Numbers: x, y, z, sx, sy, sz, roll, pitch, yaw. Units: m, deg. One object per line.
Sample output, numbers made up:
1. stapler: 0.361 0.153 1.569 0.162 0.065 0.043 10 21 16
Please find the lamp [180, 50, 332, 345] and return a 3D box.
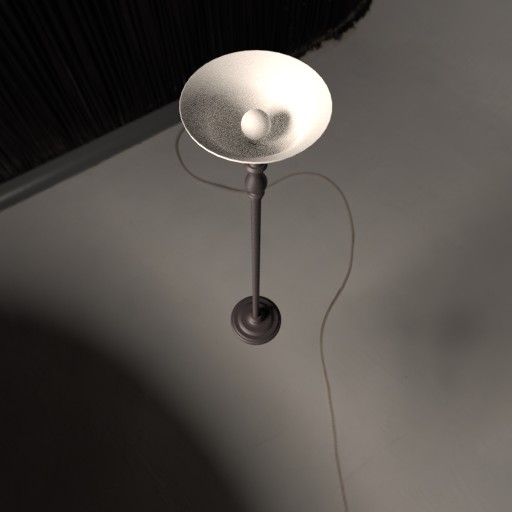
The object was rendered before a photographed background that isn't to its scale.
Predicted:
1. lamp: 0.000 0.000 1.977 0.405 1.797 0.405 -32 67 -15
